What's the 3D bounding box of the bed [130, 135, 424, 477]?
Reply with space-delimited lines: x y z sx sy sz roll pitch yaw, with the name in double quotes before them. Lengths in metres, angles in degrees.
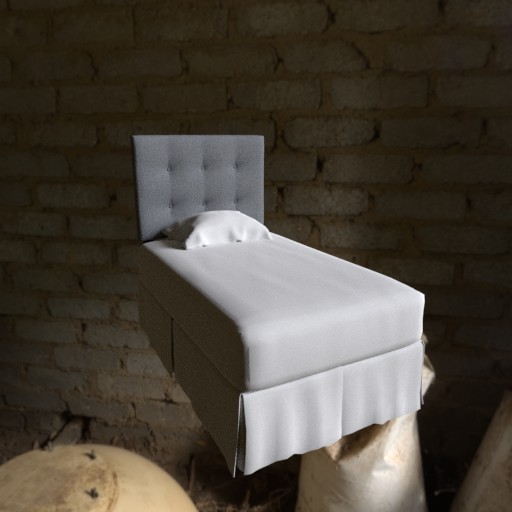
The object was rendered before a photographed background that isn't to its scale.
"bed" 0.000 0.000 2.992 1.261 1.571 1.997 -8 17 -27
